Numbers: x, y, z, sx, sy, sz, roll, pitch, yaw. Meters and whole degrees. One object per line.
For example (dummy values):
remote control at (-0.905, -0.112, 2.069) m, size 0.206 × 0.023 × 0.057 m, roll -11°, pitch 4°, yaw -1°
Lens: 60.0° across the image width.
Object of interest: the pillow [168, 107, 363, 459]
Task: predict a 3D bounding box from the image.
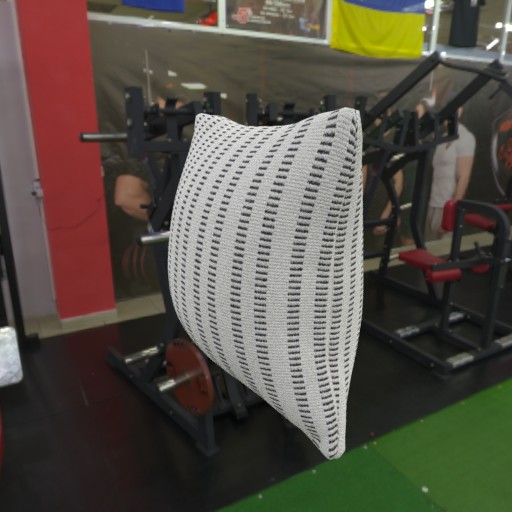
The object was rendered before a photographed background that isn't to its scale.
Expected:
pillow at (0.000, 0.000, 0.672) m, size 0.247 × 0.419 × 0.438 m, roll -9°, pitch 19°, yaw -26°
